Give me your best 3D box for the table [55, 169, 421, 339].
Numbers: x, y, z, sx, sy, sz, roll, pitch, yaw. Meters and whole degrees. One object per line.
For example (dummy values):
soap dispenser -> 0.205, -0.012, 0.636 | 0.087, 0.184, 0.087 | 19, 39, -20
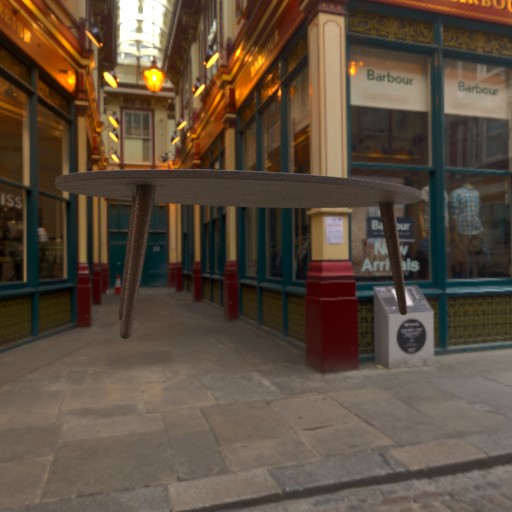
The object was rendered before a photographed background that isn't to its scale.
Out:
table -> 0.000, 0.000, 1.306 | 1.083, 0.390, 0.542 | 0, 0, -18
